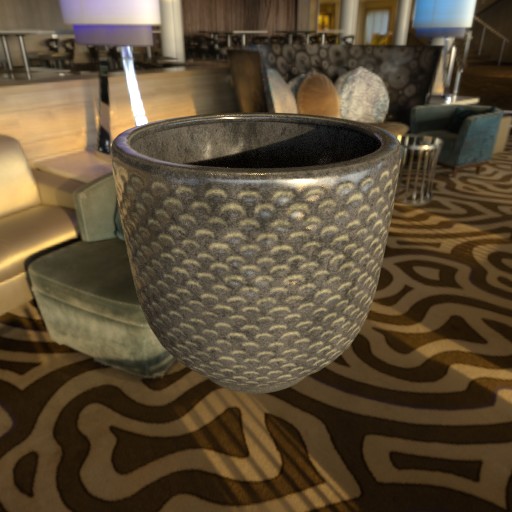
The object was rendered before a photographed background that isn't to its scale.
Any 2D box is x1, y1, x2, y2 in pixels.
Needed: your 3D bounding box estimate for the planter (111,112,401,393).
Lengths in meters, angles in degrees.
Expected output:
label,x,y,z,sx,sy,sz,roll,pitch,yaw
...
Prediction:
label,x,y,z,sx,sy,sz,roll,pitch,yaw
planter,0.000,0.000,0.351,0.197,0.191,0.197,0,27,0
